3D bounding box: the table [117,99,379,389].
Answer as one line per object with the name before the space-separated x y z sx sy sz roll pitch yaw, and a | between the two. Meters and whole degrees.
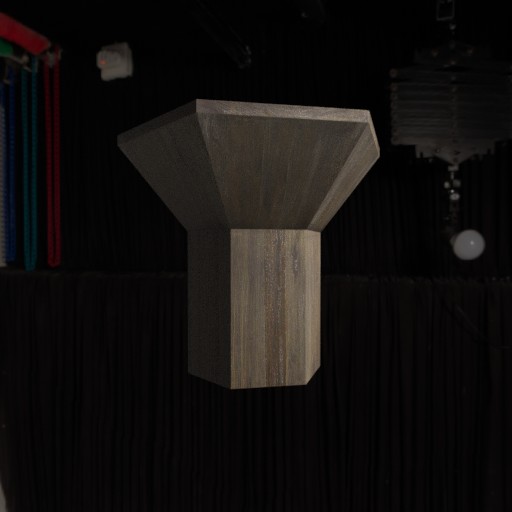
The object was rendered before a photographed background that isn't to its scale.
table | 0.000 0.000 1.143 0.592 0.586 0.683 0 1 19
